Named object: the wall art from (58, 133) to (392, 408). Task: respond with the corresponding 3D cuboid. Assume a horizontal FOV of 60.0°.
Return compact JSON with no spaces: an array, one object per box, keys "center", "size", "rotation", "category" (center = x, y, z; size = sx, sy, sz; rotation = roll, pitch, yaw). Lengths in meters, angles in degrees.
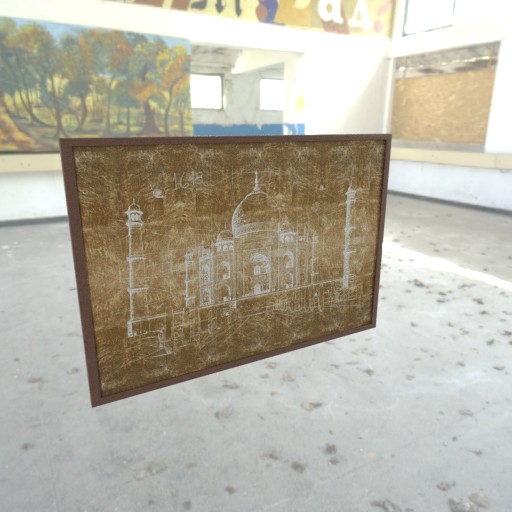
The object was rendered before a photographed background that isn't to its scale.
[{"center":[0.000,0.000,0.866],"size":[0.660,0.455,0.014],"rotation":[-9,19,-28],"category":"wall art"}]
